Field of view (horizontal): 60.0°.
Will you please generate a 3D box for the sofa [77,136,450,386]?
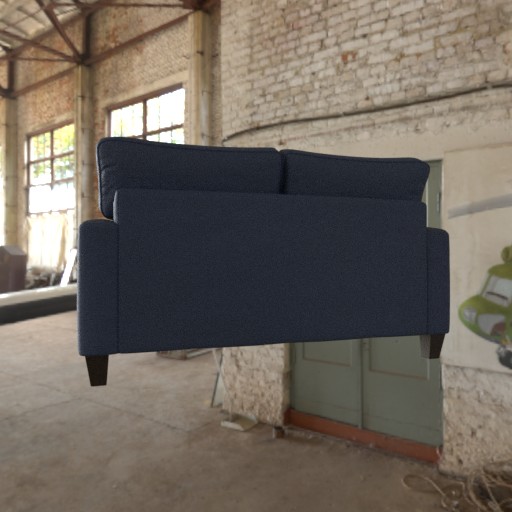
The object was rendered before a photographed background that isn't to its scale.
[{"bbox_3d":[0.000,0.000,2.278,1.651,0.965,0.965,0,0,-17],"label":"sofa"}]
